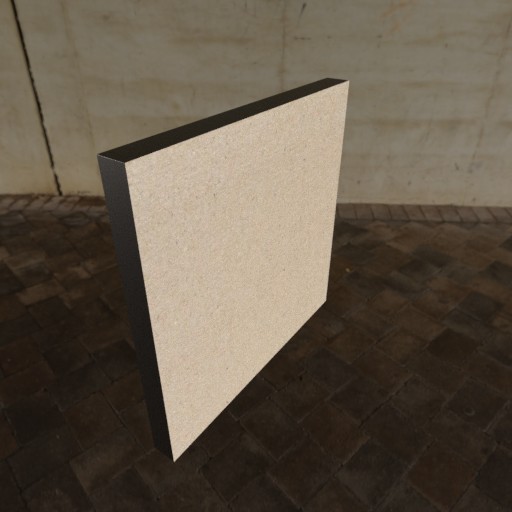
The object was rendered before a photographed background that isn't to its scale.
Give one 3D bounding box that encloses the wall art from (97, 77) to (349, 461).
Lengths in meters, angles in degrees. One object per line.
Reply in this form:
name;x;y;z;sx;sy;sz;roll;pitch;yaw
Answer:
wall art;0.000;0.000;0.487;0.029;0.318;0.327;21;38;30
